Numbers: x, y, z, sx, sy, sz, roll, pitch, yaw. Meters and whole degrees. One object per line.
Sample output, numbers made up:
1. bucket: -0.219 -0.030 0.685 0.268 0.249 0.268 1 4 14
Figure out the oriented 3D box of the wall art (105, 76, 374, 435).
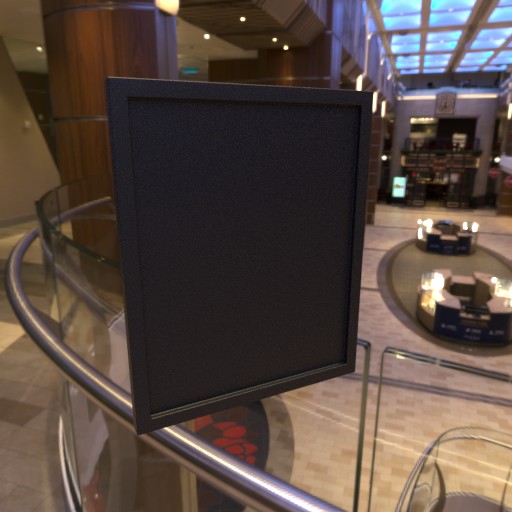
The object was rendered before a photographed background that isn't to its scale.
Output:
1. wall art: 0.000 0.000 0.775 0.457 0.559 0.028 -8 17 -26
